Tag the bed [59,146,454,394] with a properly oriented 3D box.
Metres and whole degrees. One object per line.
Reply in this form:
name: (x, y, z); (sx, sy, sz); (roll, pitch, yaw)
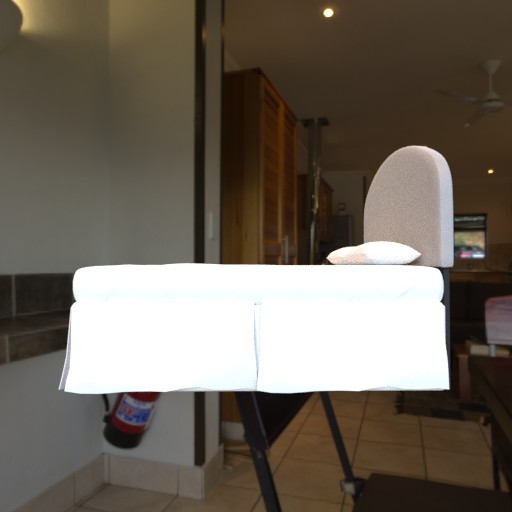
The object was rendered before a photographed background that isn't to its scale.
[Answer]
bed: (0.000, 0.000, 3.005); (2.005, 1.410, 1.607); (0, -1, -1)
